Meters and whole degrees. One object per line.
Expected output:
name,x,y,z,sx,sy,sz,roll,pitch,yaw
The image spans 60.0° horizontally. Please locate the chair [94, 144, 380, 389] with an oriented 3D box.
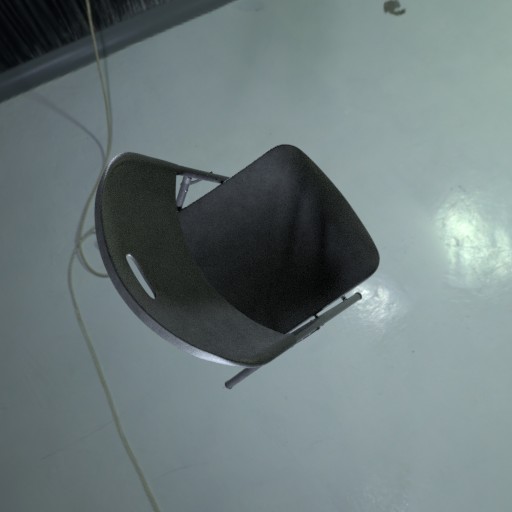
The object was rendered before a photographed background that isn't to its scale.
chair,0.000,0.000,1.163,0.566,0.810,0.494,-33,78,-8
